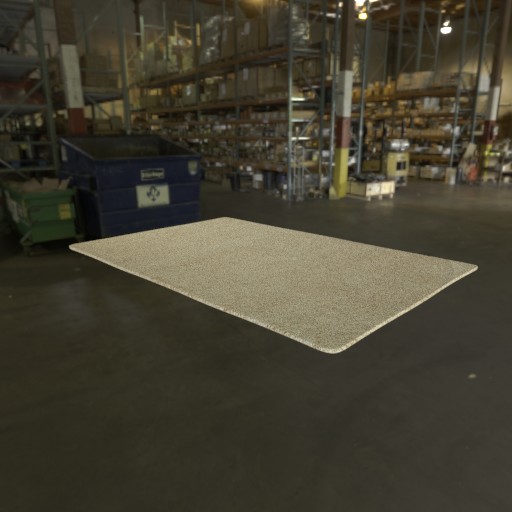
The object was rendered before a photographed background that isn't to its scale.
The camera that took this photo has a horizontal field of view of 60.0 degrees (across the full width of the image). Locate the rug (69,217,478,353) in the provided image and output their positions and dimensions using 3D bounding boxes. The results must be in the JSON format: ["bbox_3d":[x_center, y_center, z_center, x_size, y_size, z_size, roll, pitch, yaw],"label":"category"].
[{"bbox_3d":[0.000,0.000,3.450,2.700,0.024,1.801,15,21,42],"label":"rug"}]
